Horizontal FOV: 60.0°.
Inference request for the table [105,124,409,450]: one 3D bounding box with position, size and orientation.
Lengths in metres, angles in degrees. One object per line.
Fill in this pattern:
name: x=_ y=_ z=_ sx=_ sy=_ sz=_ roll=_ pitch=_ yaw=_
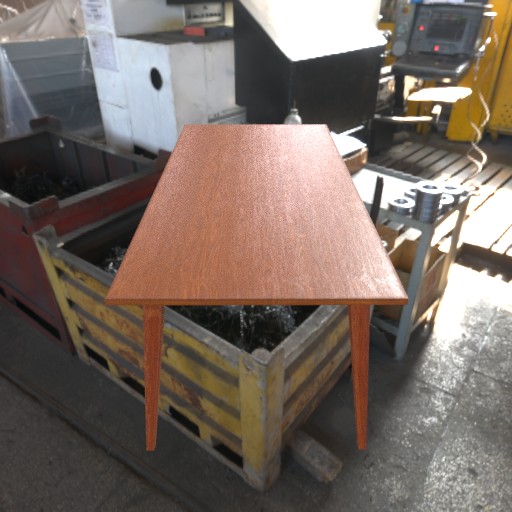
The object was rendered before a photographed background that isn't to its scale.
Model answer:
table: x=0.000 y=0.000 z=2.055 sx=0.811 sy=0.755 sz=1.609 roll=0 pitch=33 yaw=0
